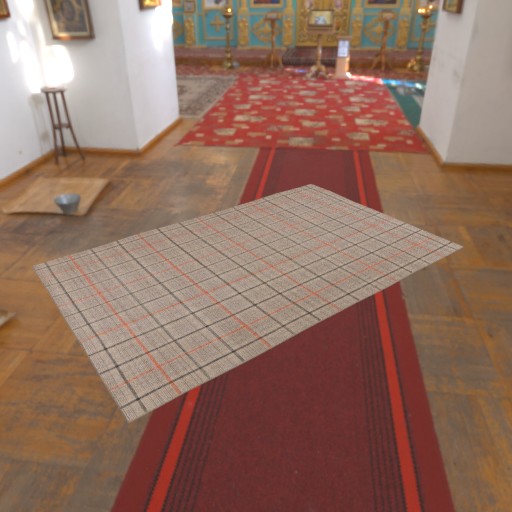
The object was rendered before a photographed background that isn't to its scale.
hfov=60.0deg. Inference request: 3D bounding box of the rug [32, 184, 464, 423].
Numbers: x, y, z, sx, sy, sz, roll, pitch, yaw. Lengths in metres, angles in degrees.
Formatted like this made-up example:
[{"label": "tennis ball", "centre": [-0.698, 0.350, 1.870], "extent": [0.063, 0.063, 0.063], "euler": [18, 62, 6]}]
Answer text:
[{"label": "rug", "centre": [0.000, 0.000, 2.943], "extent": [2.439, 0.015, 1.524], "euler": [-21, 36, -32]}]
